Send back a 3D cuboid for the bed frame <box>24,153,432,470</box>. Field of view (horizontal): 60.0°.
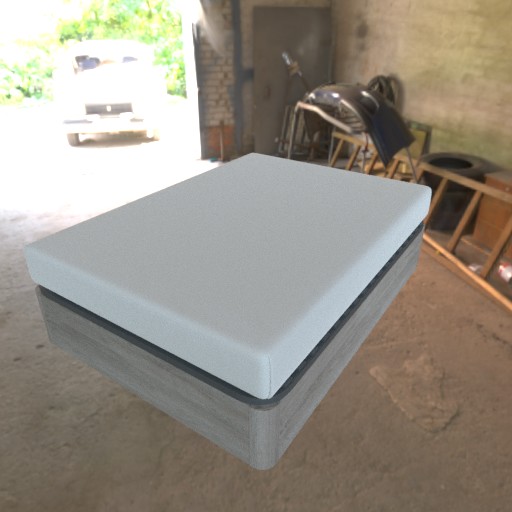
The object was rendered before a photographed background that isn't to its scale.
[{"bbox_3d":[0.000,0.000,2.534,1.400,0.561,1.900,18,34,30],"label":"bed frame"}]
